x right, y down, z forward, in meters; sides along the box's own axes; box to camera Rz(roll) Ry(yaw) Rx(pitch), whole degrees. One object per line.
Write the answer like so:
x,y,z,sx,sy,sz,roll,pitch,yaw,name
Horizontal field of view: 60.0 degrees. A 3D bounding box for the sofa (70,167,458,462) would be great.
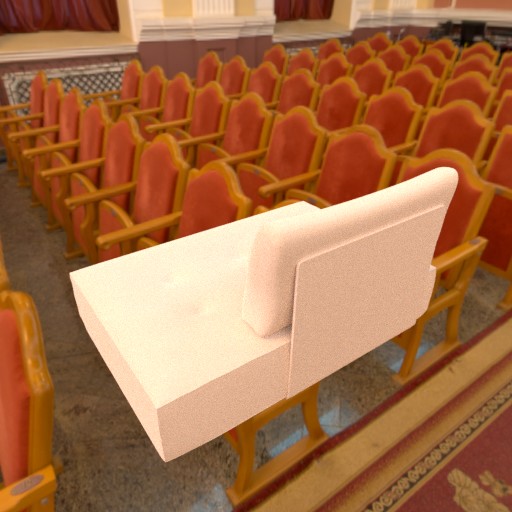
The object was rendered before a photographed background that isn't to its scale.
0.000,0.000,2.044,1.450,0.820,1.000,-20,36,-30,sofa
